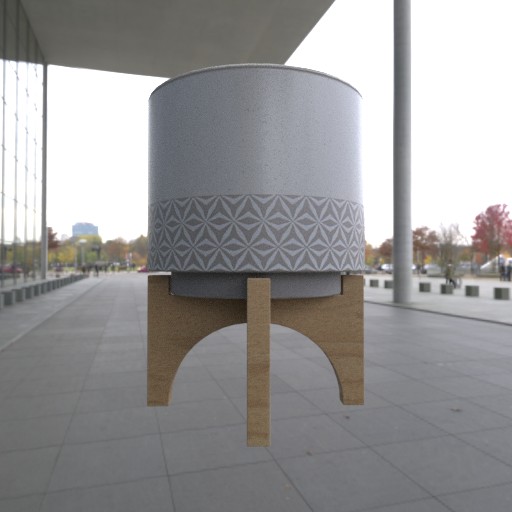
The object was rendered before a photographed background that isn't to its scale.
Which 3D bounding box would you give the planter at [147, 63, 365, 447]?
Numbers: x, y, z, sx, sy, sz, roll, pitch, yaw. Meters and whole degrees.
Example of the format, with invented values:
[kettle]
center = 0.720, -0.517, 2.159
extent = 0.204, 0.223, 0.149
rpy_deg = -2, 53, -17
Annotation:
[planter]
center = 0.000, 0.000, 0.394
extent = 0.188, 0.260, 0.188
rpy_deg = 0, -1, 0
